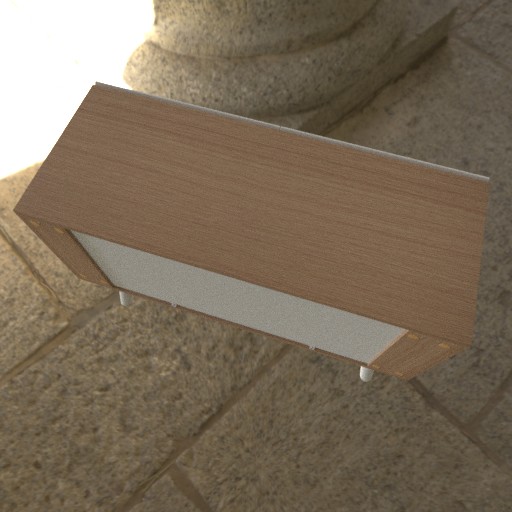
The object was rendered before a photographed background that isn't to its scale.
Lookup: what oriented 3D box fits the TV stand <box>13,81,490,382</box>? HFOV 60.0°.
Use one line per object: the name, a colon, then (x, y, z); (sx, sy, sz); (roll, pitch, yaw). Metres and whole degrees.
TV stand: (0.000, 0.000, 1.289); (0.991, 0.660, 0.407); (16, 66, 7)
